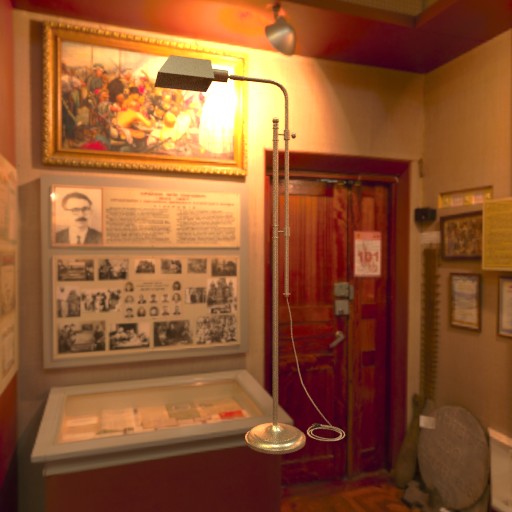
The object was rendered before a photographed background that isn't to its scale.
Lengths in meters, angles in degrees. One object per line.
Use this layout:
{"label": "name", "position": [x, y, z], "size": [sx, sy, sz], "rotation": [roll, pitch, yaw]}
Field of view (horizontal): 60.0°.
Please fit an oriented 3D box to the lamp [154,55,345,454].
{"label": "lamp", "position": [0.000, 0.000, 1.849], "size": [0.813, 1.571, 0.256], "rotation": [0, 1, -17]}
